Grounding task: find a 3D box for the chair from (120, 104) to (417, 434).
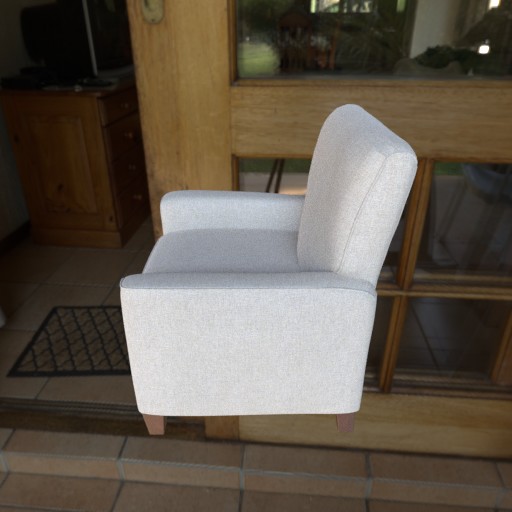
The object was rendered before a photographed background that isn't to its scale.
[{"bbox_3d":[0.000,0.000,1.661,0.859,1.023,0.845,0,28,-1],"label":"chair"}]
